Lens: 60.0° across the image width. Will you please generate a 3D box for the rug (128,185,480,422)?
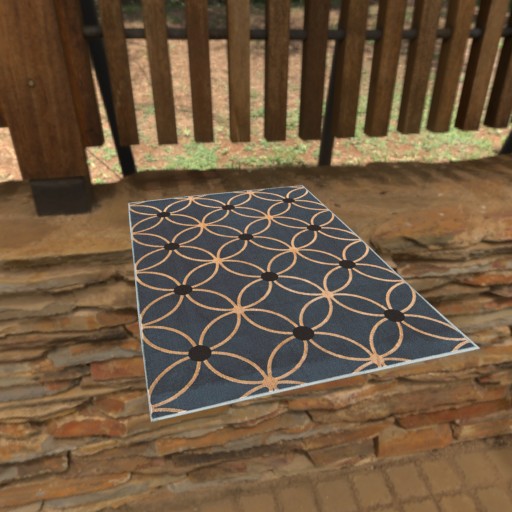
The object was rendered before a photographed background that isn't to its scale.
[{"bbox_3d":[0.000,0.000,2.842,1.522,0.008,2.284,-8,30,-14],"label":"rug"}]
